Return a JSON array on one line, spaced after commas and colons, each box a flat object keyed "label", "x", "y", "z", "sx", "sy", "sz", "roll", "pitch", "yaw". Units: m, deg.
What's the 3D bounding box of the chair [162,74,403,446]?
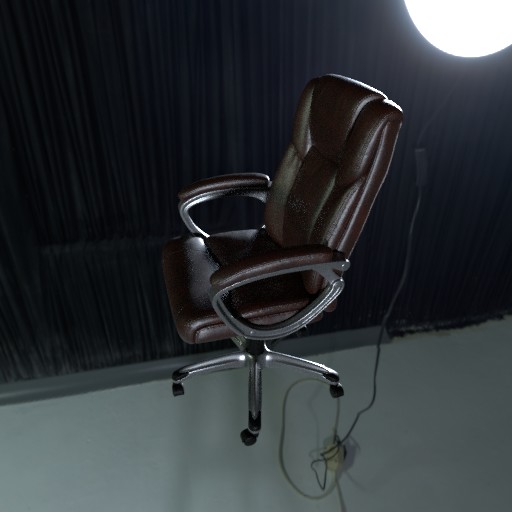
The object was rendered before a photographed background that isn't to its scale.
[{"label": "chair", "x": 0.000, "y": 0.000, "z": 1.542, "sx": 0.692, "sy": 1.128, "sz": 0.656, "roll": -9, "pitch": 33, "yaw": -14}]
